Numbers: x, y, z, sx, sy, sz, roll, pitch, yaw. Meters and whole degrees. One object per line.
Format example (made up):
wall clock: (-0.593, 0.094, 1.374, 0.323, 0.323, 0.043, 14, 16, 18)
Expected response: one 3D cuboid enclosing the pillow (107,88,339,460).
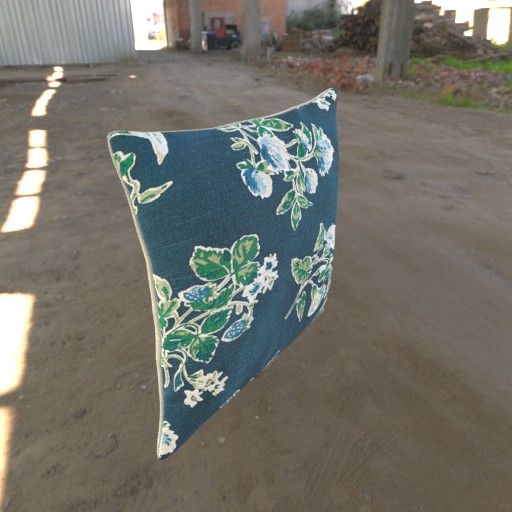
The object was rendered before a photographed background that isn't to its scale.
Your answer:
pillow: (0.000, 0.000, 0.774, 0.166, 0.508, 0.525, 18, 32, 32)
